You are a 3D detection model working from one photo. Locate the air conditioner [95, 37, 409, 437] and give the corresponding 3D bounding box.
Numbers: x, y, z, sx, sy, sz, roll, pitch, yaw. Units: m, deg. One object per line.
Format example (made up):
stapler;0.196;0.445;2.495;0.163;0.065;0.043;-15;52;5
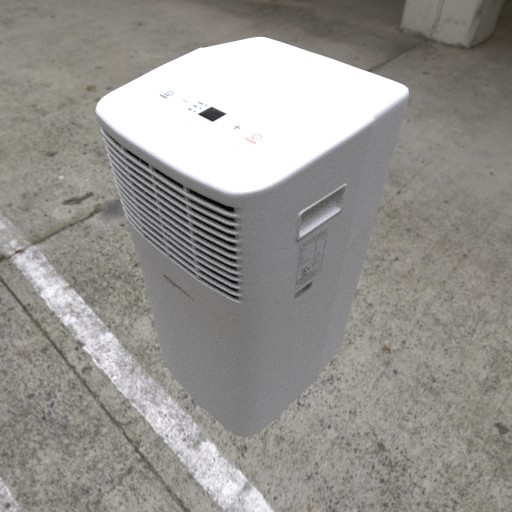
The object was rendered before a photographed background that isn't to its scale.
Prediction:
air conditioner;0.000;0.000;0.772;0.304;0.606;0.349;34;55;29
